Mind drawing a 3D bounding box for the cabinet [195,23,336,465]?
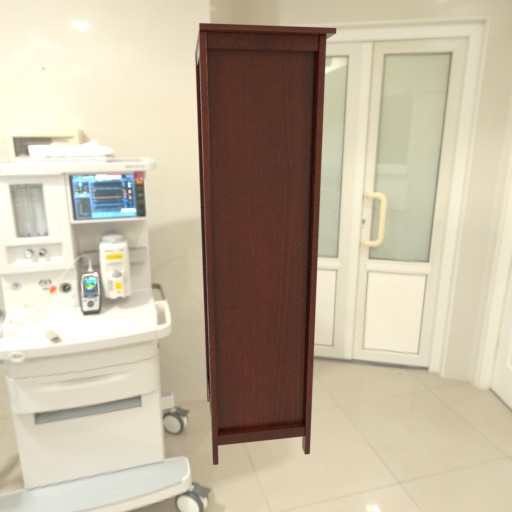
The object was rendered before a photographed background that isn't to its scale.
[{"bbox_3d":[0.000,0.000,1.718,0.401,1.518,0.500,-2,16,-9],"label":"cabinet"}]
